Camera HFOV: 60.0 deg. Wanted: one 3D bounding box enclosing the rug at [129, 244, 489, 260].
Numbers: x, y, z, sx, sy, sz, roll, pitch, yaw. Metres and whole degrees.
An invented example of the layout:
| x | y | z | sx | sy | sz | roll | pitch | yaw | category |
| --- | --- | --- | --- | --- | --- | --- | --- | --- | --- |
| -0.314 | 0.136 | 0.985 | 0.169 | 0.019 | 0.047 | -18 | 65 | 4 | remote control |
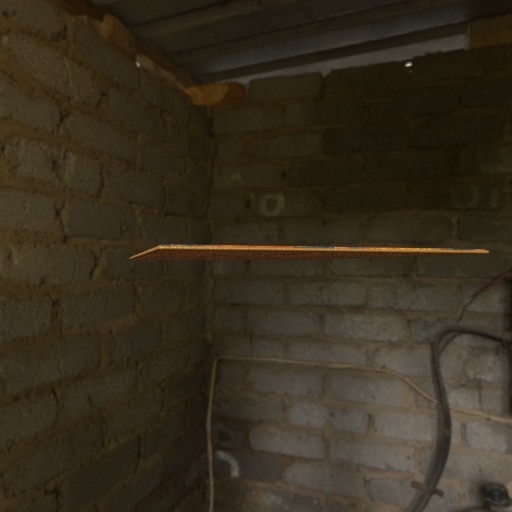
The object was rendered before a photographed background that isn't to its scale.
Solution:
| x | y | z | sx | sy | sz | roll | pitch | yaw | category |
| --- | --- | --- | --- | --- | --- | --- | --- | --- | --- |
| 0.000 | 0.000 | 1.081 | 0.557 | 0.008 | 0.863 | 0 | -1 | -18 | rug |
